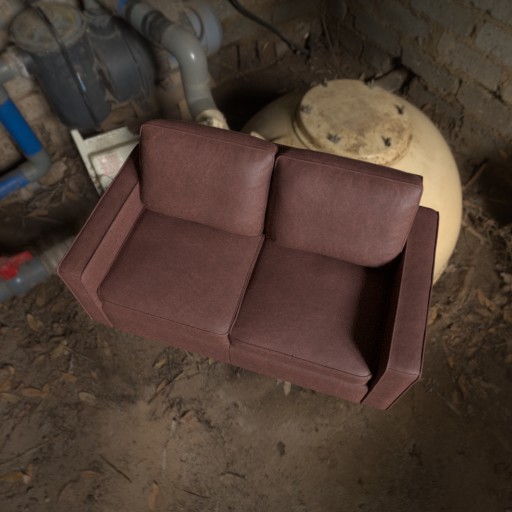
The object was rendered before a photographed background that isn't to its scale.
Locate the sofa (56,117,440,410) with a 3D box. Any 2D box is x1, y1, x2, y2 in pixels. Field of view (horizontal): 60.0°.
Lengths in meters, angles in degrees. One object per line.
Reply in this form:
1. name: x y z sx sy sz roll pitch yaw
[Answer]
1. sofa: 0.000 0.000 2.286 1.709 0.918 0.947 15 59 9
